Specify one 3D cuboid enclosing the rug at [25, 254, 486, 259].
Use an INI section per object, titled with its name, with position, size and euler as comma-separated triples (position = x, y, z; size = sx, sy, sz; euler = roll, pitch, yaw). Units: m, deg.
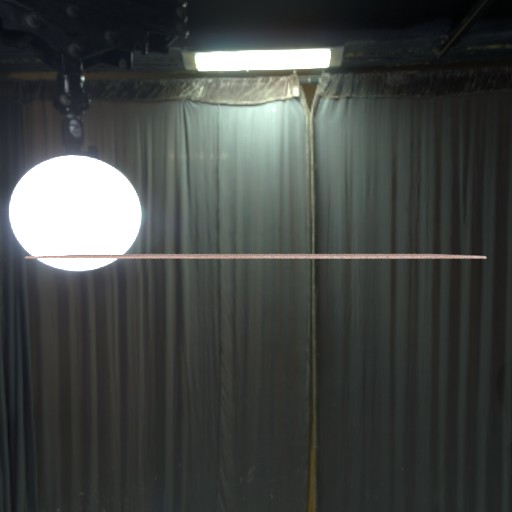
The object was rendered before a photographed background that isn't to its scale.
[rug]
position = 0.000, 0.000, 2.691
size = 2.435, 0.015, 0.760
euler = 0, 1, 0
